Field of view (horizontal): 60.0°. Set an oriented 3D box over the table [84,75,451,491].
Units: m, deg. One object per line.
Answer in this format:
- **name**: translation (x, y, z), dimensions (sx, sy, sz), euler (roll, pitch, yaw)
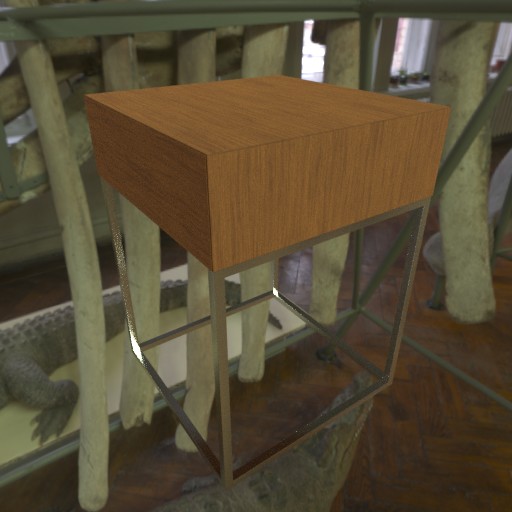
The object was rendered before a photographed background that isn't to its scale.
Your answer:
- **table**: translation (0.000, 0.000, 0.803), dimensions (0.398, 0.540, 0.397), euler (-19, 35, -30)
